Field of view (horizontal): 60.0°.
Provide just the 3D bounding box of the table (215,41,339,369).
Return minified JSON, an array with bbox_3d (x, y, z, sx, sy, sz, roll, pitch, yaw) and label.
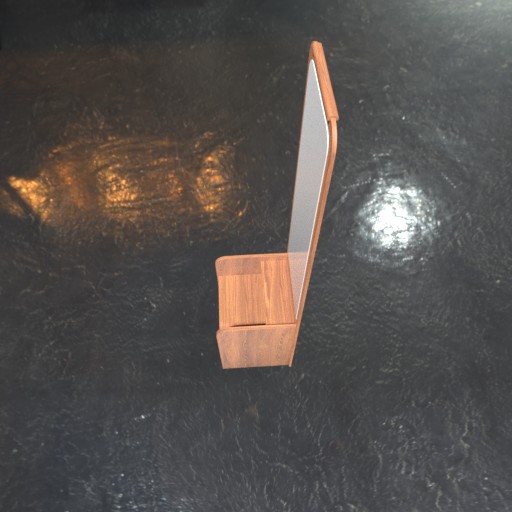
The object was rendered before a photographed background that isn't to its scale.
[{"bbox_3d":[0.000,0.000,1.989,0.420,1.830,0.450,-3,58,-2],"label":"table"}]
